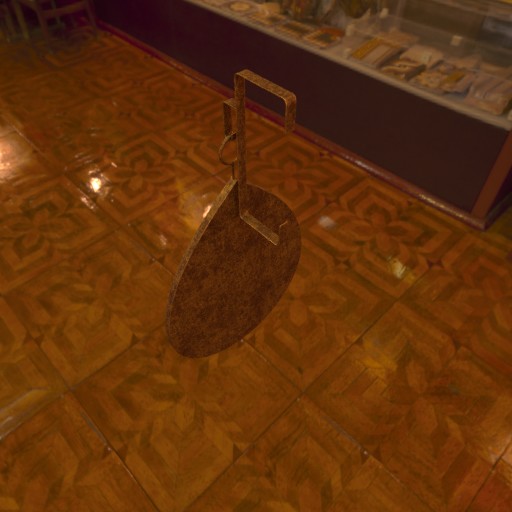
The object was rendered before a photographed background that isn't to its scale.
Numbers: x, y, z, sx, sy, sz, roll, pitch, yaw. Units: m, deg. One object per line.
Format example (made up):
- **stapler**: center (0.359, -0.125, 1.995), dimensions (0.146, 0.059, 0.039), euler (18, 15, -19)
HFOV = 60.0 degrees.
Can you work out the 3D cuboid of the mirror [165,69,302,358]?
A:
- **mirror**: center (0.000, 0.000, 0.903), dimensions (0.405, 0.744, 0.144), euler (-34, 56, -27)
